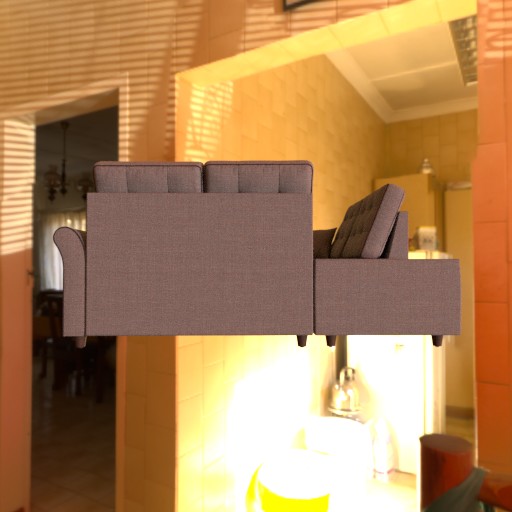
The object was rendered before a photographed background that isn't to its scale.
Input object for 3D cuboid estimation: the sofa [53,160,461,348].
[{"bbox_3d":[0.000,0.000,3.273,2.070,0.988,2.068,0,-1,-1],"label":"sofa"}]
